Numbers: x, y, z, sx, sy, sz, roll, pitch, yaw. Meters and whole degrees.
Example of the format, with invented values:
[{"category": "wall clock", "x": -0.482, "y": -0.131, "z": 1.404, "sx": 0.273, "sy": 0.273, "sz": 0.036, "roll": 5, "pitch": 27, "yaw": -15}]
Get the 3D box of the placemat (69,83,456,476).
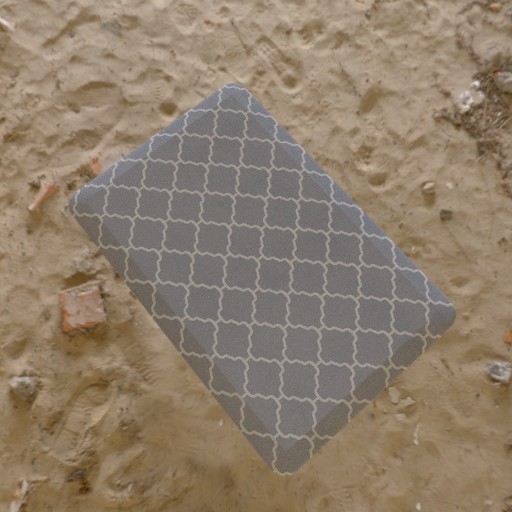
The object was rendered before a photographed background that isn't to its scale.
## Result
[{"category": "placemat", "x": 0.000, "y": 0.000, "z": 0.965, "sx": 0.508, "sy": 0.021, "sz": 0.762, "roll": -39, "pitch": 79, "yaw": -9}]
